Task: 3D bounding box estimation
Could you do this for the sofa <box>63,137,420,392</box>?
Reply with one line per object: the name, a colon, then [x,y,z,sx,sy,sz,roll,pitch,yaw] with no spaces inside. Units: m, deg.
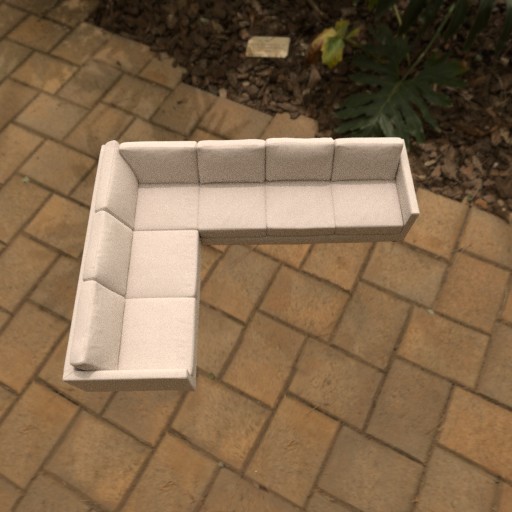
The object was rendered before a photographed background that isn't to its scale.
sofa: [0.000,0.000,4.322,3.182,0.863,2.432,-1,64,-1]
